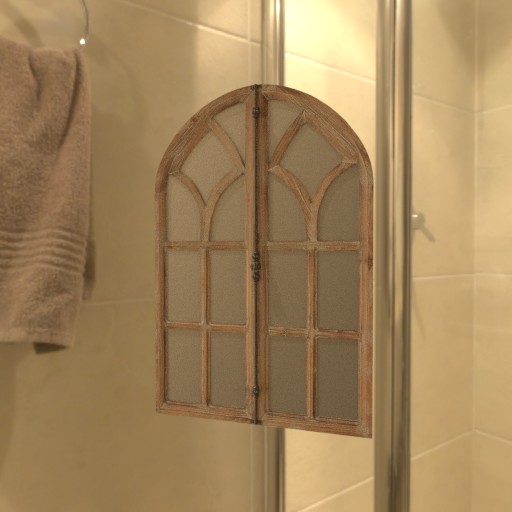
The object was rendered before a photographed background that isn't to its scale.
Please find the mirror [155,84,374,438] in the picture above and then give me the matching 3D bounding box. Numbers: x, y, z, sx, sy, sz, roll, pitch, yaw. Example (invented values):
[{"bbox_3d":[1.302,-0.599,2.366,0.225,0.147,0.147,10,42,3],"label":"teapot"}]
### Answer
[{"bbox_3d":[0.000,0.000,1.192,0.609,0.915,0.032,0,1,17],"label":"mirror"}]
